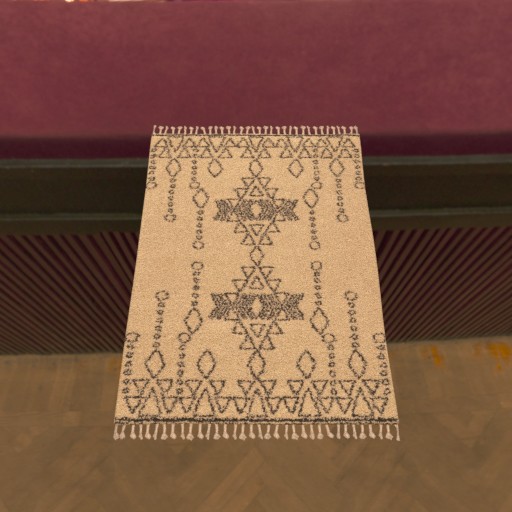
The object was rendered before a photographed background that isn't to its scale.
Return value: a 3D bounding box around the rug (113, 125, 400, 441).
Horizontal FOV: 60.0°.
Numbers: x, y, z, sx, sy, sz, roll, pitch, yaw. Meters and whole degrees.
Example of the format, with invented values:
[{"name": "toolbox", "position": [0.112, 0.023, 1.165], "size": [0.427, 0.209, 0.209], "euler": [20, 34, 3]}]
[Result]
[{"name": "rug", "position": [0.000, 0.000, 3.917], "size": [2.125, 0.028, 3.027], "euler": [0, 64, 0]}]
